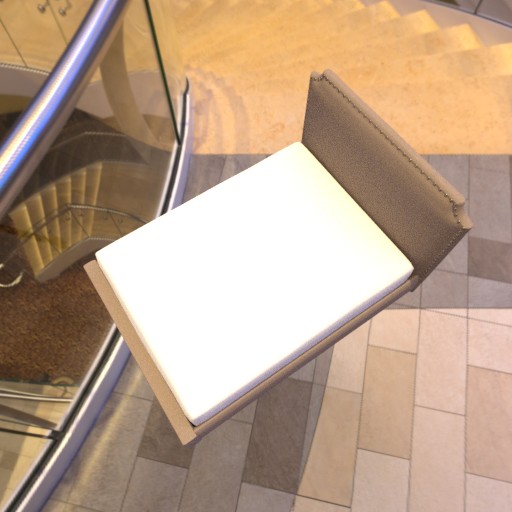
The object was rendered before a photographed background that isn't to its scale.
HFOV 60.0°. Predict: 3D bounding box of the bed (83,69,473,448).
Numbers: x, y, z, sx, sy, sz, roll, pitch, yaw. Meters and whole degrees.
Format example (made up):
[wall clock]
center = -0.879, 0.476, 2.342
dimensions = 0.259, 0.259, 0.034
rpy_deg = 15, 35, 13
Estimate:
[bed]
center = 0.000, 0.000, 3.461
dimensions = 2.372, 1.443, 1.713
rpy_deg = -31, 68, -14
